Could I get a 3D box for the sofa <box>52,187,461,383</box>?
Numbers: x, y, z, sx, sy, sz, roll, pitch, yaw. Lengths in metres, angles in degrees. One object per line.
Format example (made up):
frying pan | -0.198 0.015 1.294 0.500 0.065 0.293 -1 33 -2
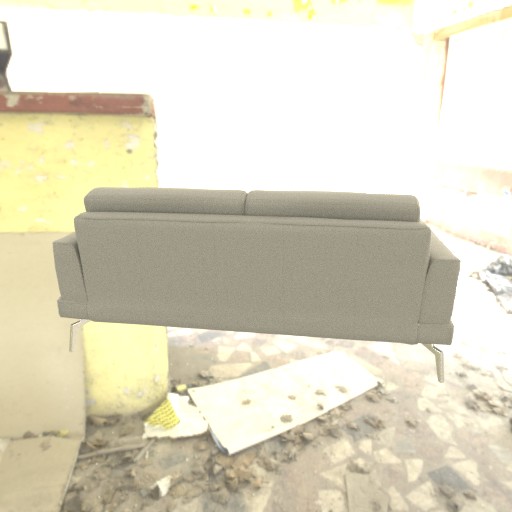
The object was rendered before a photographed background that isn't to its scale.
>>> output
sofa | 0.000 0.000 2.780 2.177 0.930 1.121 3 17 9
